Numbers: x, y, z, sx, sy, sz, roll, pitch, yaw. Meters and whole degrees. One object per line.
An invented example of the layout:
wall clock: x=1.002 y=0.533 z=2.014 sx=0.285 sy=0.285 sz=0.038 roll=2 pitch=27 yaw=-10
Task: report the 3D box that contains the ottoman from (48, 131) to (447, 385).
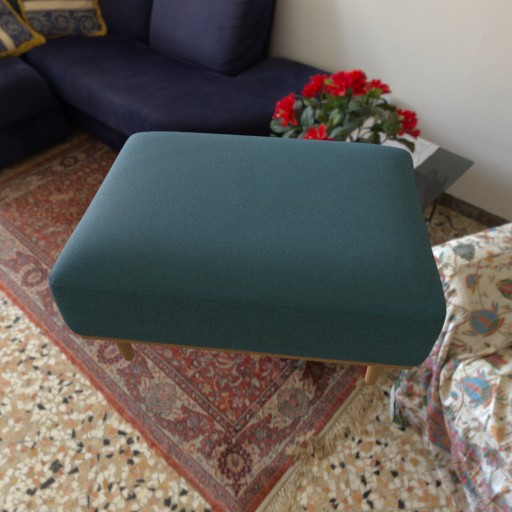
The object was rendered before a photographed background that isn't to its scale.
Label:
ottoman: x=0.000 y=0.000 z=1.084 sx=0.749 sy=0.428 sz=0.549 roll=5 pitch=47 yaw=4
